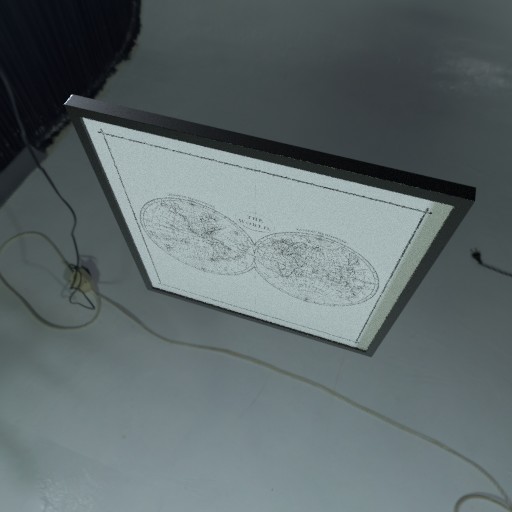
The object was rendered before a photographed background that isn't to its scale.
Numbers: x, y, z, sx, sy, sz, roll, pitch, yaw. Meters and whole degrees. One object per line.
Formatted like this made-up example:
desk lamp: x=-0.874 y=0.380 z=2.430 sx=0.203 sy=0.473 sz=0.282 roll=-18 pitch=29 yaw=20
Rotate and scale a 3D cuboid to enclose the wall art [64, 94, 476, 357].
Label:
wall art: x=0.000 y=0.000 z=1.133 sx=0.773 sy=0.775 sz=0.031 roll=15 pitch=59 yaw=9
